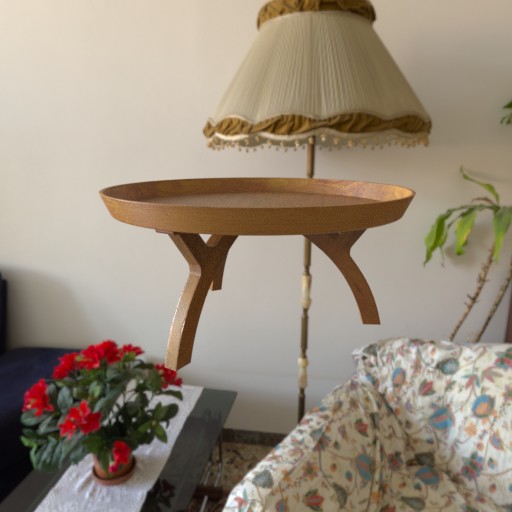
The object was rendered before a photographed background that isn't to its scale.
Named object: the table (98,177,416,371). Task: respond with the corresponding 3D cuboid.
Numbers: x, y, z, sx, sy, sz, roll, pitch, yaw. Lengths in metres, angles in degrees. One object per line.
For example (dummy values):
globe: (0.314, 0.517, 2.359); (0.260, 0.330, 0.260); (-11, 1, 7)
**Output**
table: (0.000, 0.000, 1.531); (1.016, 0.470, 1.016); (0, 14, 0)
